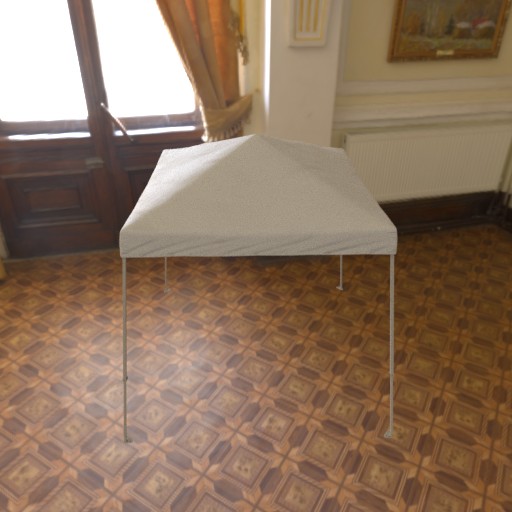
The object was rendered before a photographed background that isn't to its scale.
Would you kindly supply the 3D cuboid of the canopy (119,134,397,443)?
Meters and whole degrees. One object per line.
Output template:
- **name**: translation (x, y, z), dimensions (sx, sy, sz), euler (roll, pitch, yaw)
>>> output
- **canopy**: translation (0.000, 0.000, 6.567), dimensions (3.600, 3.600, 3.599), euler (-1, 30, -1)
